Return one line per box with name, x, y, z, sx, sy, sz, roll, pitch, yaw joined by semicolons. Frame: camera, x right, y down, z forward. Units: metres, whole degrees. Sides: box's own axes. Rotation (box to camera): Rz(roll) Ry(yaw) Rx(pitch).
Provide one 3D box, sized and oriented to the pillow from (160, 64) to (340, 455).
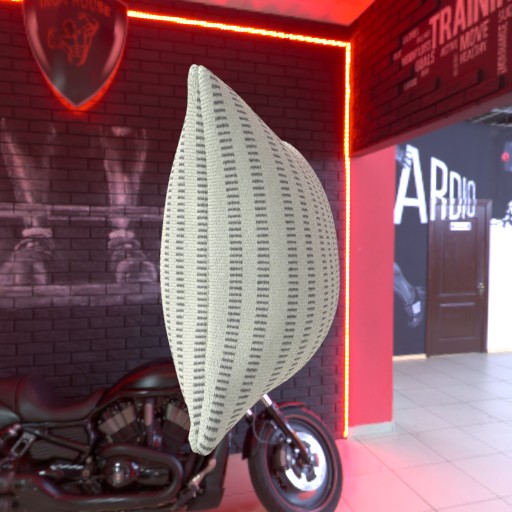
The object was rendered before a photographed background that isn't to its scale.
pillow;0.000;0.000;0.675;0.247;0.419;0.438;1;2;17
